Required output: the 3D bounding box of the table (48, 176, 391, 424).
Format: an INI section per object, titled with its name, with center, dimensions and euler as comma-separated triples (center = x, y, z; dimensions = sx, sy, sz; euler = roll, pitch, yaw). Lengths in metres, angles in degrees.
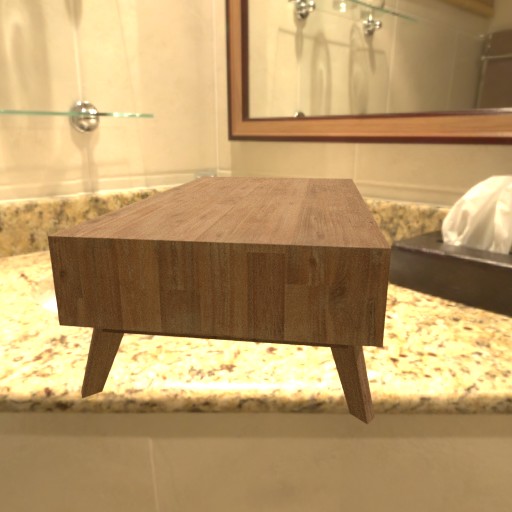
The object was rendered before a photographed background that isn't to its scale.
[table]
center = 0.000, 0.000, 1.983
dimensions = 0.918, 0.531, 1.619
euler = 2, 16, 8
